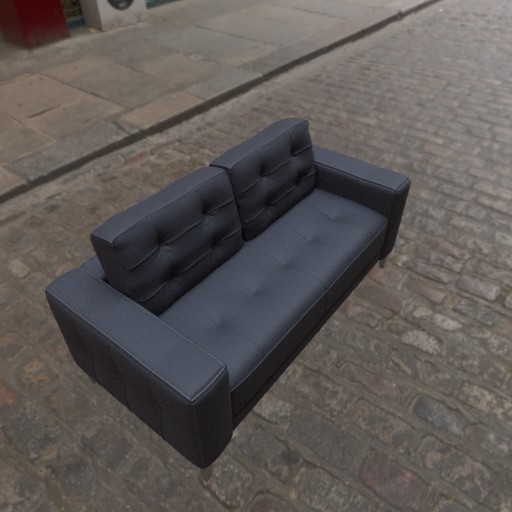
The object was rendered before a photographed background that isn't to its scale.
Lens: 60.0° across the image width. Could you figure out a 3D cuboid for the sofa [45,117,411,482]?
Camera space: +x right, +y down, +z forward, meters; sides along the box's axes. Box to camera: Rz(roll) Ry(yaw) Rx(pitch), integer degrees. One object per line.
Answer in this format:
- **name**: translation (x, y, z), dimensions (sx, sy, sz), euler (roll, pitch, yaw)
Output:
- **sofa**: translation (0.000, 0.000, 2.173), dimensions (0.833, 0.893, 1.726), euler (27, 48, 28)
